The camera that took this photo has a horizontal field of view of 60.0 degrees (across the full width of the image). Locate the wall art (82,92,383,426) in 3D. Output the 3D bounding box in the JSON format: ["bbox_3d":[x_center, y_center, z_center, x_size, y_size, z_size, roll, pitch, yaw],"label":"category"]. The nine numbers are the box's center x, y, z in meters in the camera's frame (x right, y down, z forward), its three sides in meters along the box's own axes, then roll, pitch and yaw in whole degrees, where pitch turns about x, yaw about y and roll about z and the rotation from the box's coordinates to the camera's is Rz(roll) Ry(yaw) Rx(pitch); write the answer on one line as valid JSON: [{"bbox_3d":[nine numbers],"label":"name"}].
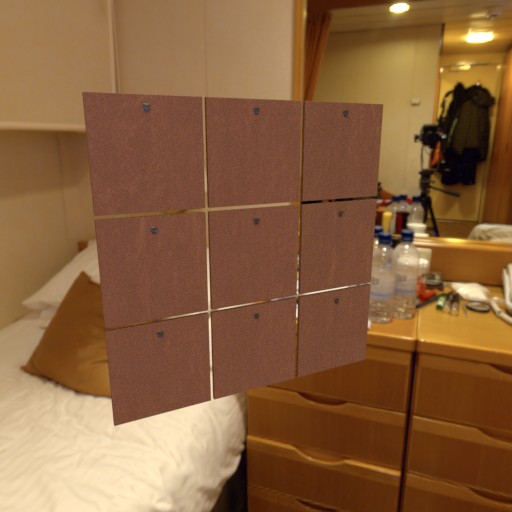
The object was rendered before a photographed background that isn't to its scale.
[{"bbox_3d":[0.000,0.000,1.362,0.915,0.913,0.018,-7,16,-25],"label":"wall art"}]
